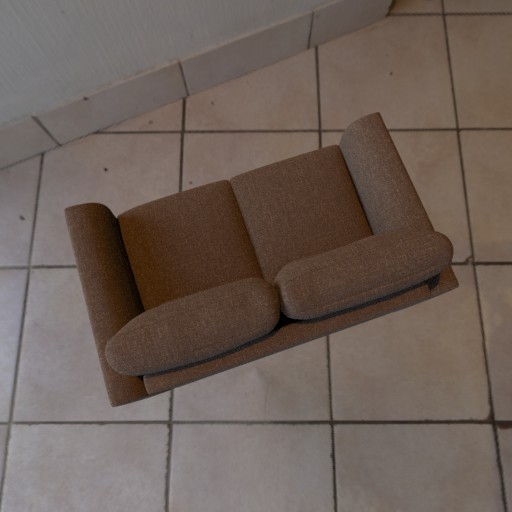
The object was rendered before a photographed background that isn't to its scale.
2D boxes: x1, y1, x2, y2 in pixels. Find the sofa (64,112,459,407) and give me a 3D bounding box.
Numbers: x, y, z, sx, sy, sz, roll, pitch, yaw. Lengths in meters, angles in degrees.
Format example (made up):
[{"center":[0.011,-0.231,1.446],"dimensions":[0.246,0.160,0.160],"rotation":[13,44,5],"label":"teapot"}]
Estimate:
[{"center":[0.000,0.000,1.969],"dimensions":[1.423,0.885,0.851],"rotation":[-18,77,-4],"label":"sofa"}]
